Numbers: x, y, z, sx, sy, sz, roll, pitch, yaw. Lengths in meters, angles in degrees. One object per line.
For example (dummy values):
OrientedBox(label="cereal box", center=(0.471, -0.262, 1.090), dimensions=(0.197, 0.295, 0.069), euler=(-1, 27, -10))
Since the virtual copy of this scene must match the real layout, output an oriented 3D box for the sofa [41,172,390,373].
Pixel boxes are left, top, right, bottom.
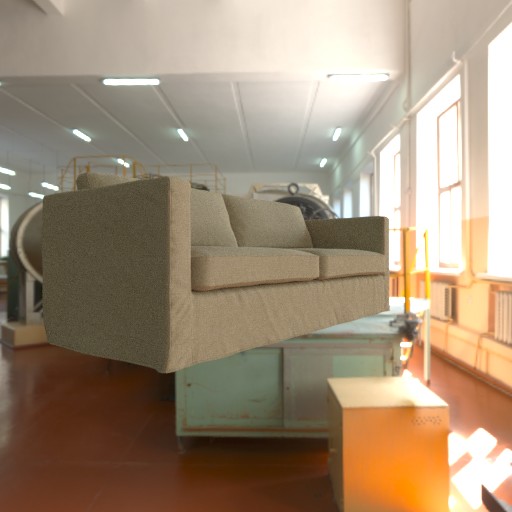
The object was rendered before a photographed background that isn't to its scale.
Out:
OrientedBox(label="sofa", center=(0.000, 0.000, 2.784), dimensions=(0.956, 0.847, 2.296), euler=(0, 0, 37))
